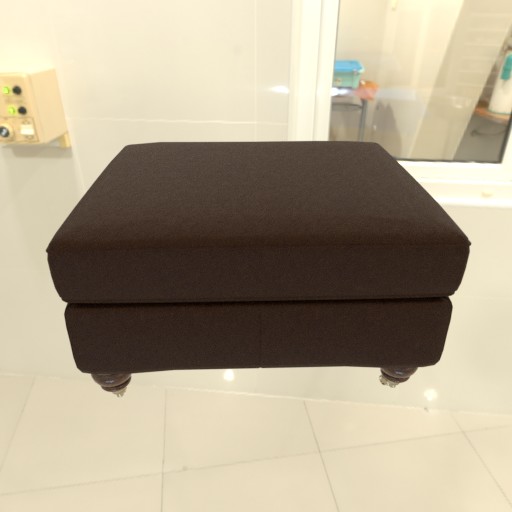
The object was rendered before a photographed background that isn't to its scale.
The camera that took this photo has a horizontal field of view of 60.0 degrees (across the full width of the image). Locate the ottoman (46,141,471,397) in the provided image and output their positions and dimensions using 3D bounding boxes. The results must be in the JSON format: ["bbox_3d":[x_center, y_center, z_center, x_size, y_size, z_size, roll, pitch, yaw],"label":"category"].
[{"bbox_3d":[0.000,0.000,1.763,1.187,0.730,0.967,-1,30,-1],"label":"ottoman"}]
